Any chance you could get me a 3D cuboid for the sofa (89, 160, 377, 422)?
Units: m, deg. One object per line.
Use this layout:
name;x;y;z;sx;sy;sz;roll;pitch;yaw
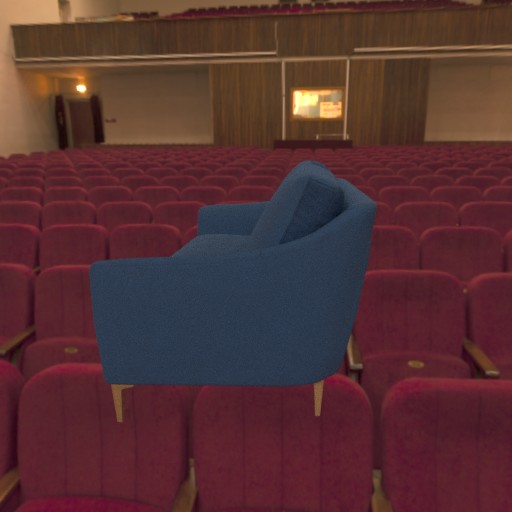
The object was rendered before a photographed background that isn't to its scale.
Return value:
sofa;0.000;0.000;2.199;0.960;0.902;1.619;1;14;6
